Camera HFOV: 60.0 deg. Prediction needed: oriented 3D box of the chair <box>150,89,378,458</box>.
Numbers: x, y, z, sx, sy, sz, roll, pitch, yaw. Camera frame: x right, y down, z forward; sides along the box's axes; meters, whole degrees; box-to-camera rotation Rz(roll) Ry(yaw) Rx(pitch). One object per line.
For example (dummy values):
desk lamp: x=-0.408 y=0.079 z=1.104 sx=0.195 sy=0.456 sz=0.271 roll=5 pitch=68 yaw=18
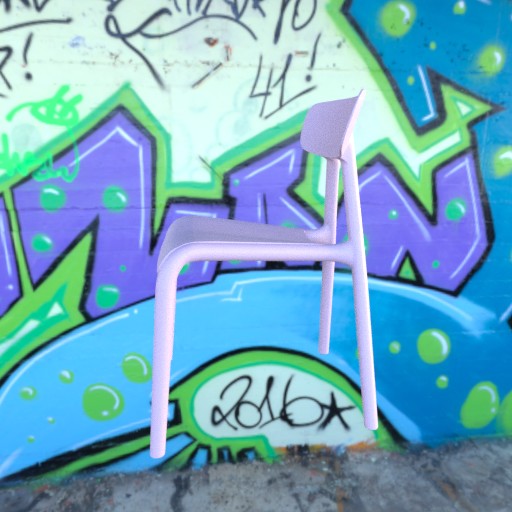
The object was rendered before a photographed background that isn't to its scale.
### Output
chair: x=0.000 y=0.000 z=0.846 sx=0.401 sy=0.580 sz=0.356 roll=-2 pitch=14 yaw=-8
